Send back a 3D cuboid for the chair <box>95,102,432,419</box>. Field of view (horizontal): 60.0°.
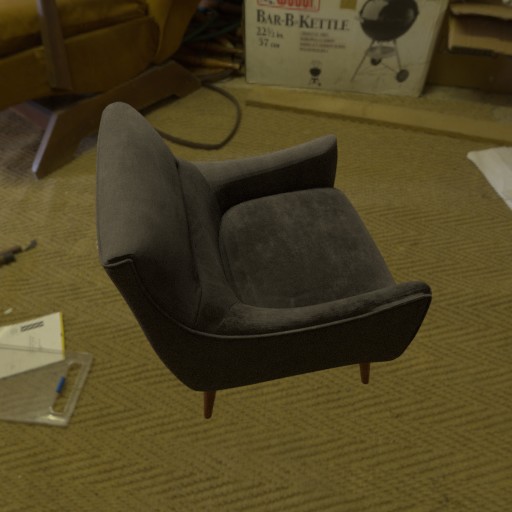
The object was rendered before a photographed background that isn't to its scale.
[{"bbox_3d":[0.000,0.000,1.403,0.787,0.838,0.762,-9,48,-9],"label":"chair"}]
